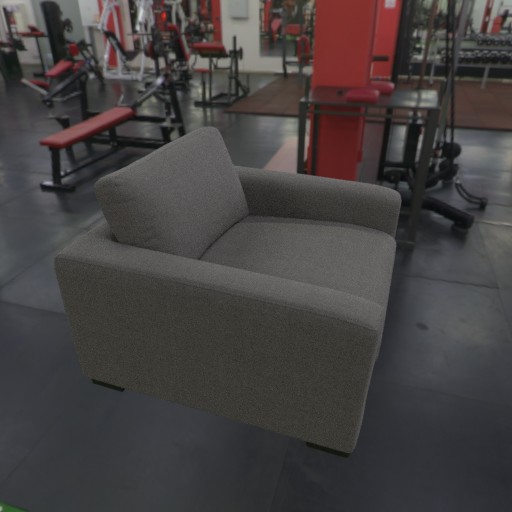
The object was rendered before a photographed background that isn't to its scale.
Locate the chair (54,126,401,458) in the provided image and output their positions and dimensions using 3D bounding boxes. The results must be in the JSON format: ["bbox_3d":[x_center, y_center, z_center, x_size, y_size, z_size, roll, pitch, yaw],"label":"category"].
[{"bbox_3d":[0.000,0.000,1.855,1.100,0.847,1.070,10,31,17],"label":"chair"}]
